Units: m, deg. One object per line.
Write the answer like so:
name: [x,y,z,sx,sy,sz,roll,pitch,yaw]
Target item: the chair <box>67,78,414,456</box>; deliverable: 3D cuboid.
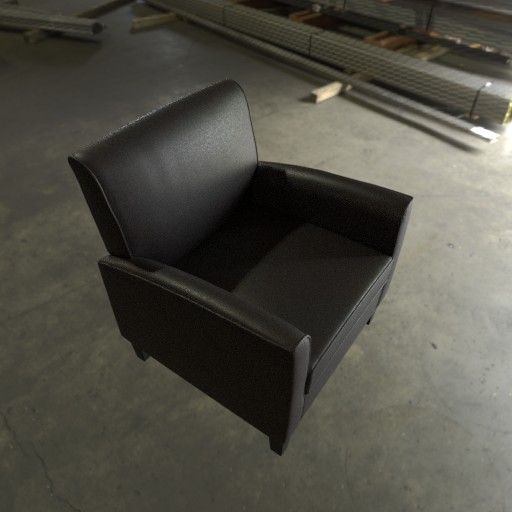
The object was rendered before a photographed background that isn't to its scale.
chair: [0.000,0.000,1.601,0.819,0.916,0.820,25,48,26]
